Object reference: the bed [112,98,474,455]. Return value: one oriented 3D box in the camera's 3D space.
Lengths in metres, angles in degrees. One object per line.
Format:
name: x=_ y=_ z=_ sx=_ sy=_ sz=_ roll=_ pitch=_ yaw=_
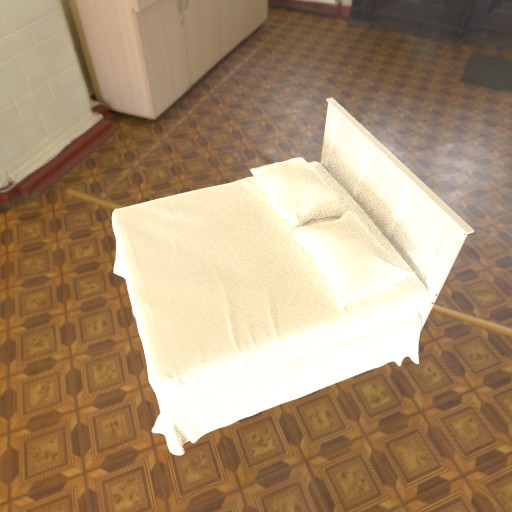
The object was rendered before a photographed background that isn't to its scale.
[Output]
bed: x=0.000 y=0.000 z=3.203 sx=2.047 sy=1.269 sz=1.876 roll=-16 pitch=49 yaw=-15
